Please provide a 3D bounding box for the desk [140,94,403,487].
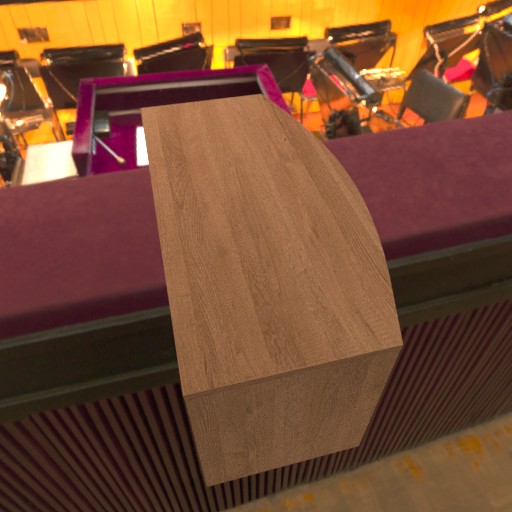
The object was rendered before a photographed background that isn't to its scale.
[{"bbox_3d":[0.000,0.000,2.043,0.802,0.752,1.600,-10,47,-10],"label":"desk"}]
